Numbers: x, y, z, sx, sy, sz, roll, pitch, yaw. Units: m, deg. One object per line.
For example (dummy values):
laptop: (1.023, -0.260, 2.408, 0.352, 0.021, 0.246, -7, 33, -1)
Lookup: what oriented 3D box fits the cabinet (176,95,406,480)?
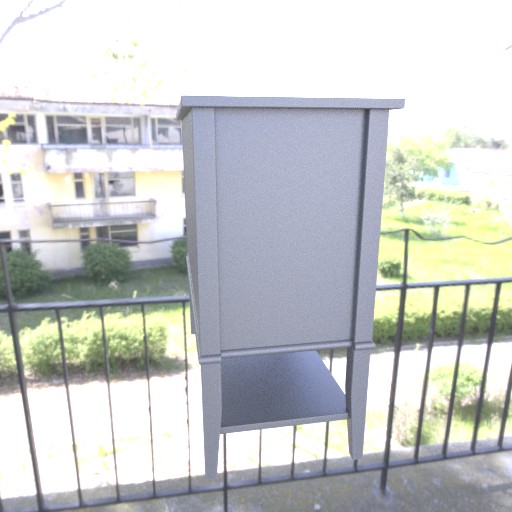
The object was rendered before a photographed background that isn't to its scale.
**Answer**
cabinet: (0.000, 0.000, 1.239, 0.396, 0.780, 0.801, -3, 16, -10)
